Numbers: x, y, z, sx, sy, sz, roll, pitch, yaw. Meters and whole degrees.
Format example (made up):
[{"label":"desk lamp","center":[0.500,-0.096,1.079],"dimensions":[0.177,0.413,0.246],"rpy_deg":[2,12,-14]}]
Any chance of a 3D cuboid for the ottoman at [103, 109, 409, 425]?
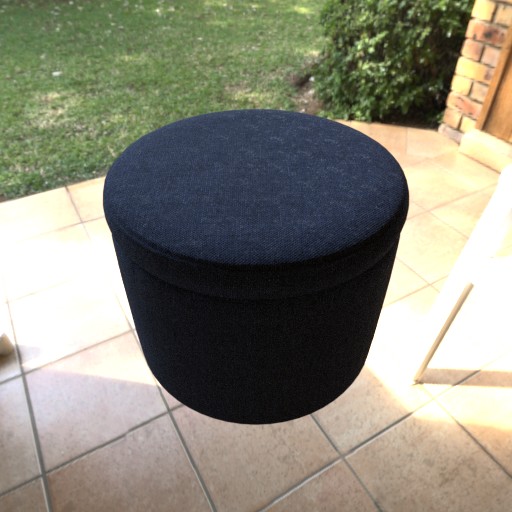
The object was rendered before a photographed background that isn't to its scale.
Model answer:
[{"label":"ottoman","center":[0.000,0.000,0.889],"dimensions":[0.520,0.430,0.520],"rpy_deg":[0,41,0]}]
